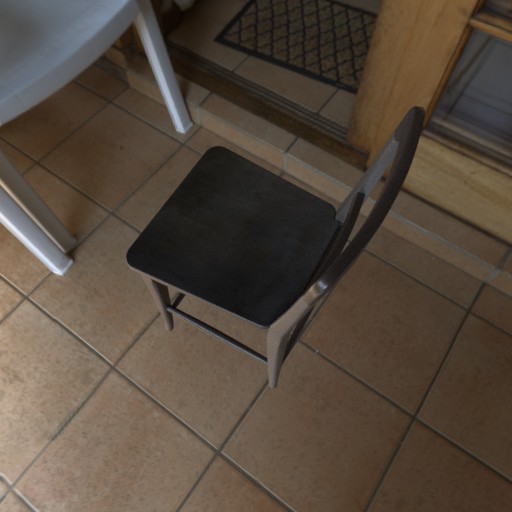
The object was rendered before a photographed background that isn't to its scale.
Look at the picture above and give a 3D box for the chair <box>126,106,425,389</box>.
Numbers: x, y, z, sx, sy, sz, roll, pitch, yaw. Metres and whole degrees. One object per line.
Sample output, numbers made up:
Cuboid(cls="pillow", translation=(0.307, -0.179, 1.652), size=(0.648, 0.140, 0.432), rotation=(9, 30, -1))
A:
Cuboid(cls="chair", translation=(0.000, 0.000, 1.237), size=(0.546, 0.991, 0.450), rotation=(27, 66, 13))
